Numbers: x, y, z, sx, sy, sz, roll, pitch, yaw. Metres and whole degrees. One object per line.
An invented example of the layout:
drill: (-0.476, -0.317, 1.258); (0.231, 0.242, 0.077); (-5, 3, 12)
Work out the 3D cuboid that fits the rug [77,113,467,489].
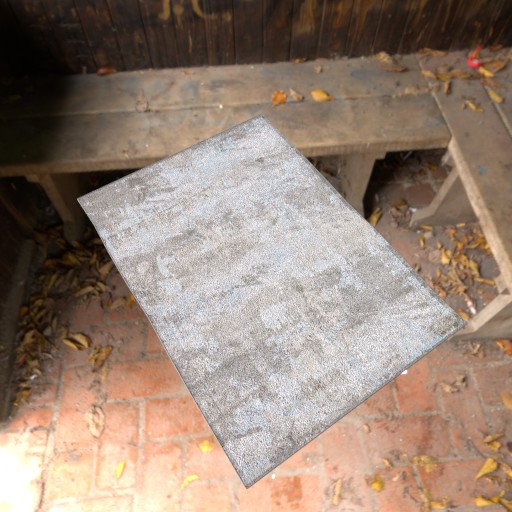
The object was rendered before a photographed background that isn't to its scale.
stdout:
rug: (0.000, 0.000, 4.361); (2.393, 0.013, 3.307); (-30, 63, -17)
